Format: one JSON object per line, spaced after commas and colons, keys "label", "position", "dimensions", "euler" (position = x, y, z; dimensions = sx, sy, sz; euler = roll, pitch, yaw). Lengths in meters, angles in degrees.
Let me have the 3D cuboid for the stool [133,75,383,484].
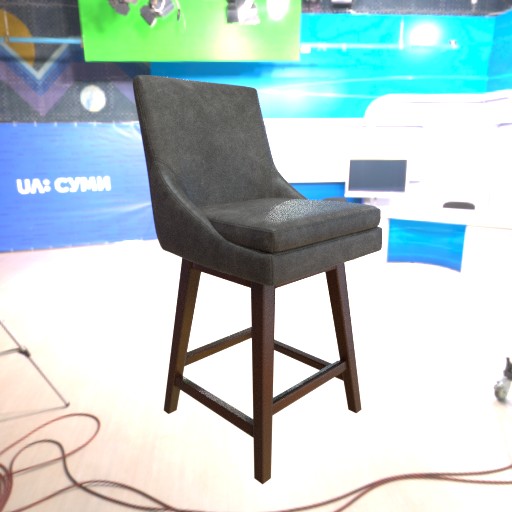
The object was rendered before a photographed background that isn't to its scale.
{"label": "stool", "position": [0.000, 0.000, 1.353], "dimensions": [0.492, 1.046, 0.587], "euler": [-14, 20, -43]}
